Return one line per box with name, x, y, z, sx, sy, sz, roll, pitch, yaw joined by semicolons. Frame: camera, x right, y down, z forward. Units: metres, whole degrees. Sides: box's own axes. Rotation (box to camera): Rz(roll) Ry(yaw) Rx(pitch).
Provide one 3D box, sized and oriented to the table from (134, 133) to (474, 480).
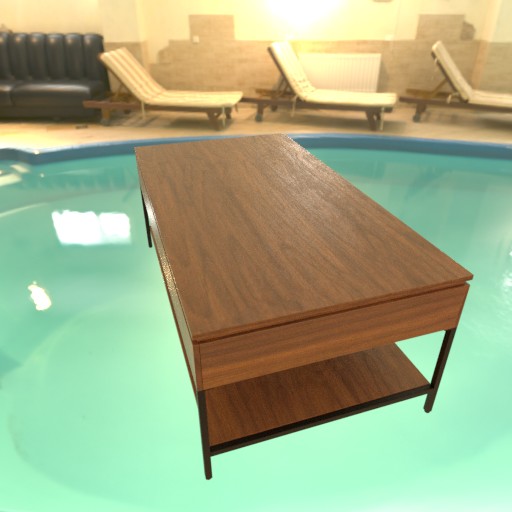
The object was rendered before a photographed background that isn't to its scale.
table;0.000;0.000;1.350;0.574;0.414;1.057;-10;33;-15
